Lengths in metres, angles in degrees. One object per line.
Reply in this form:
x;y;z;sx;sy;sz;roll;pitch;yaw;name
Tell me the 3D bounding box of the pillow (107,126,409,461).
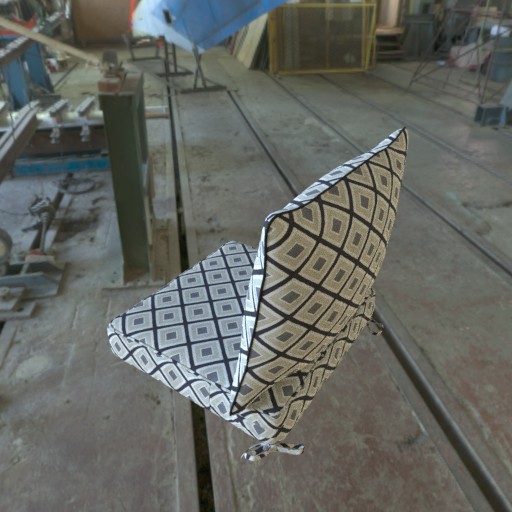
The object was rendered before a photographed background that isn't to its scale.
0.000;0.000;1.364;0.733;0.722;0.798;19;36;29;pillow
